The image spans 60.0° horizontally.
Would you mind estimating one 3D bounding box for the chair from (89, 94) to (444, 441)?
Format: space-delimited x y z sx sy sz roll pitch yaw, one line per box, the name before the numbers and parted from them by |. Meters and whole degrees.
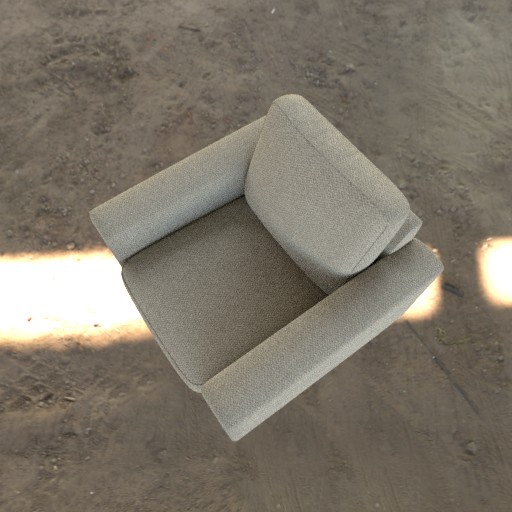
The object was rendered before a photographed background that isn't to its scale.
chair | 0.000 0.000 1.799 1.016 0.873 1.005 -33 68 -15
